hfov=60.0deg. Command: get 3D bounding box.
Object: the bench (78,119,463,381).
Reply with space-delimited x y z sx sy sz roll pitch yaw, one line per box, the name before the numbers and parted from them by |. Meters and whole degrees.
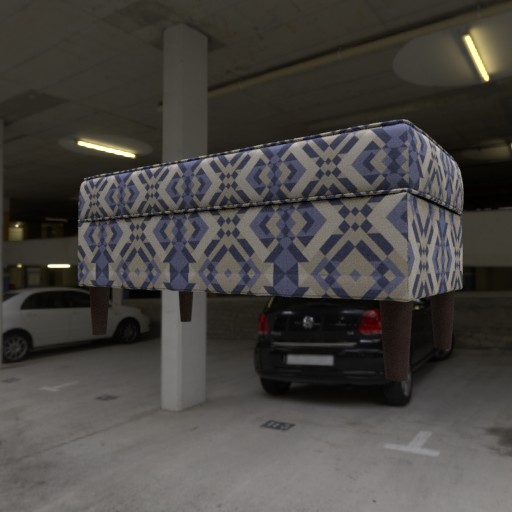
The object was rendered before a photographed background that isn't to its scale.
bench | 0.000 0.000 1.256 1.016 0.477 0.492 -1 -1 35
